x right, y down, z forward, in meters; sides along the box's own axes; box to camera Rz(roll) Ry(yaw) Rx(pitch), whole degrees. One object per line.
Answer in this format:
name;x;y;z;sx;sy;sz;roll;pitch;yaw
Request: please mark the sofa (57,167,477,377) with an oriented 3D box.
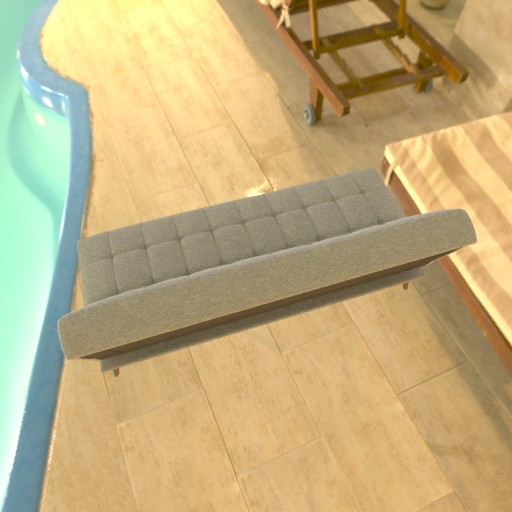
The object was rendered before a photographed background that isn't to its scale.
sofa;0.000;0.000;2.296;1.800;0.810;0.860;-15;59;-9
